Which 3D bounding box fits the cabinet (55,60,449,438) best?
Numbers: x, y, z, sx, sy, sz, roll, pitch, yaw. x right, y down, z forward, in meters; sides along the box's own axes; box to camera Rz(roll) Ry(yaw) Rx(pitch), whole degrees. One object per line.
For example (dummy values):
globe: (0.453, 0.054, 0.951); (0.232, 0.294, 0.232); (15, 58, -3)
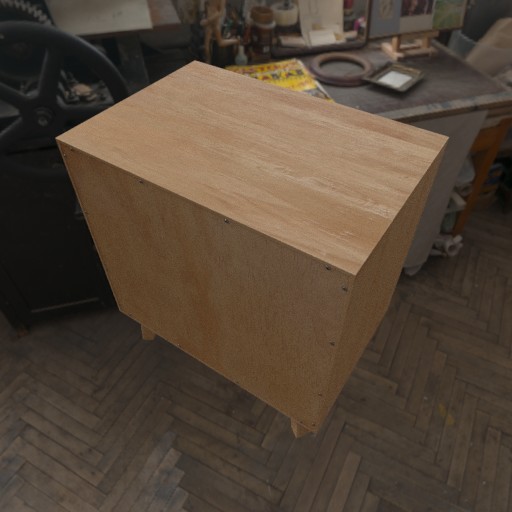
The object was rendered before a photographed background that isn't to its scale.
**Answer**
cabinet: (0.000, 0.000, 0.971); (0.551, 0.599, 0.394); (26, 52, 22)
